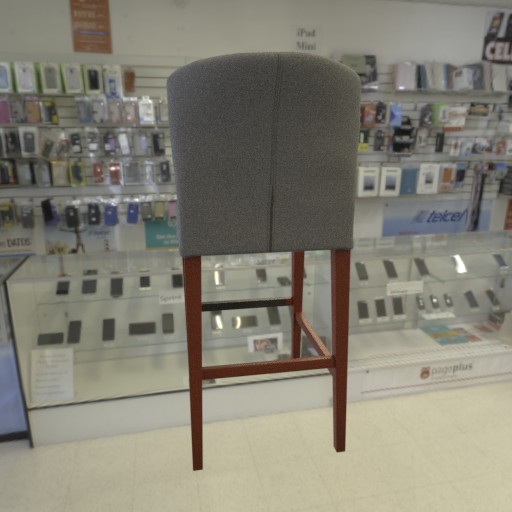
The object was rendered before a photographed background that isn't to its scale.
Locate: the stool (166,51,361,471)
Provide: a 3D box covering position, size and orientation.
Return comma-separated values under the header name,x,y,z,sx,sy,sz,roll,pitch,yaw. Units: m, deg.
name,x,y,z,sx,sy,sz,roll,pitch,yaw
stool,0.000,0.000,1.353,0.481,1.069,0.568,-3,16,-10
